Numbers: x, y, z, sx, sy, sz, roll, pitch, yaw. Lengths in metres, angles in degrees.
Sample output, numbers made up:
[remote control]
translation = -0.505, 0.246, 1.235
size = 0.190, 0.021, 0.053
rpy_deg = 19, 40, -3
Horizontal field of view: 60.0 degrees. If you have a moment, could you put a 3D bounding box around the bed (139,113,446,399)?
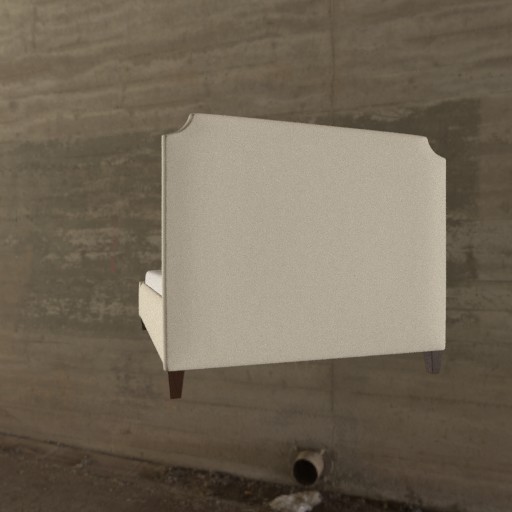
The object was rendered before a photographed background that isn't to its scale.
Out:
[bed]
translation = 0.000, 0.000, 3.535
size = 1.712, 1.443, 2.372
rpy_deg = 0, 0, -18
